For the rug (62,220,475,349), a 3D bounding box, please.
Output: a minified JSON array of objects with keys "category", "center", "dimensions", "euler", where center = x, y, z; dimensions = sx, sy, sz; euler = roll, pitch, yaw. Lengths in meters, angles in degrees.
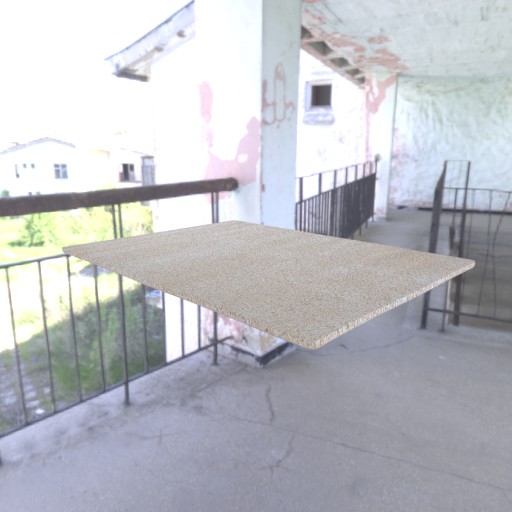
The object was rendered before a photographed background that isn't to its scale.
[{"category":"rug","center":[0.000,0.000,2.113],"dimensions":[1.600,0.025,1.199],"euler":[13,19,43]}]
